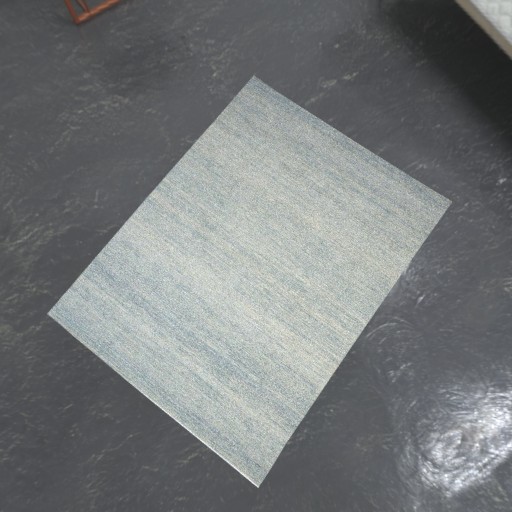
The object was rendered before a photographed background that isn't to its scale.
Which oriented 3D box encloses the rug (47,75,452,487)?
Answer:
[{"bbox_3d":[0.000,0.000,4.262,2.461,0.046,3.237,36,78,9],"label":"rug"}]
